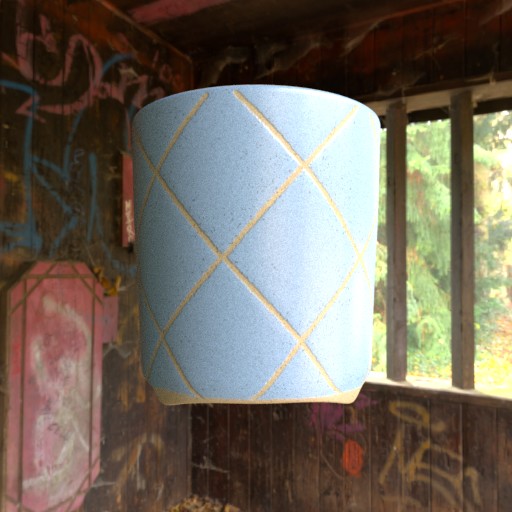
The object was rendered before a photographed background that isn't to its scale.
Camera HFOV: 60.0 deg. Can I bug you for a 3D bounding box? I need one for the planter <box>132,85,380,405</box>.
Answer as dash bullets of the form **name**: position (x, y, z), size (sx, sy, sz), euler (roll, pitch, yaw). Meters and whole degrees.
- **planter**: position (0.000, 0.000, 0.418), size (0.227, 0.235, 0.227), euler (0, -1, 0)
